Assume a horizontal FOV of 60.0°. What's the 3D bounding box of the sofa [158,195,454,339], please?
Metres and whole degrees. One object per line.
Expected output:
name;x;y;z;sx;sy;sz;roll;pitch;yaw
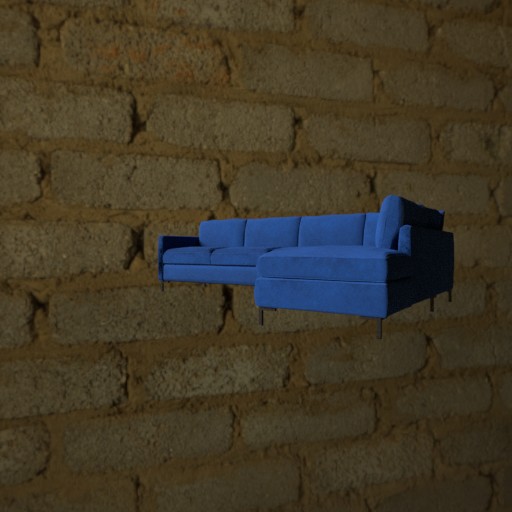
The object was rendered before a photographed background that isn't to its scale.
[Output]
sofa;0.000;0.000;3.279;2.486;0.687;1.707;1;1;34
